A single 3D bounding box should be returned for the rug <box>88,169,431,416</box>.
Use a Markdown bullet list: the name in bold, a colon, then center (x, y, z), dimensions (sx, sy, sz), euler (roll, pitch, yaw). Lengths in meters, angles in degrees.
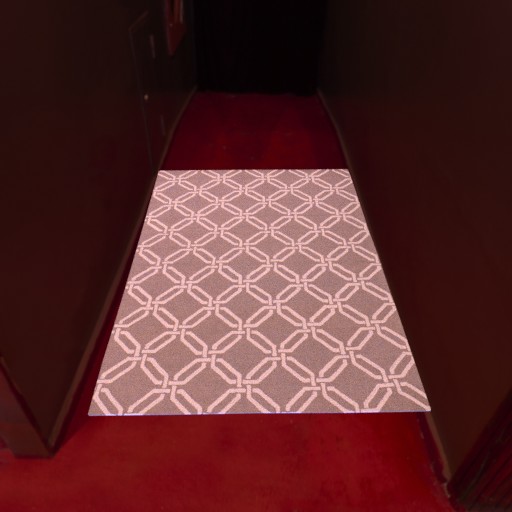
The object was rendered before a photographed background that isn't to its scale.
- **rug**: center (0.000, 0.000, 4.429), dimensions (2.441, 0.020, 3.419), euler (-1, 41, -1)
